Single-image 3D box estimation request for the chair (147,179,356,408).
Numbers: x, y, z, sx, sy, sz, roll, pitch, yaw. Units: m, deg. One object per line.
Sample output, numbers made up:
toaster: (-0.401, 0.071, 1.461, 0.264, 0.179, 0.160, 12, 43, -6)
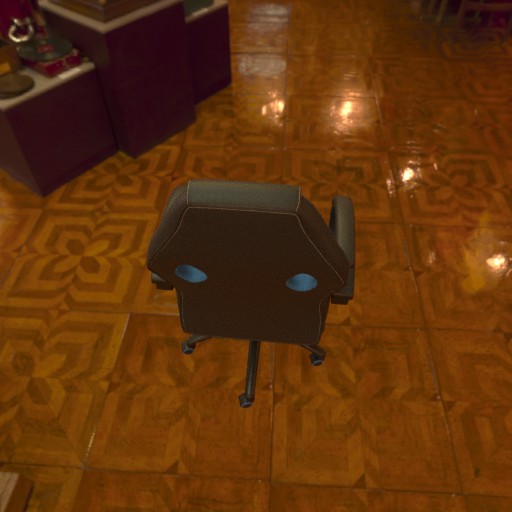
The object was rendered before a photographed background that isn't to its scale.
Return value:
chair: (0.000, 0.000, 1.635, 0.673, 1.187, 0.724, 4, 49, 4)
